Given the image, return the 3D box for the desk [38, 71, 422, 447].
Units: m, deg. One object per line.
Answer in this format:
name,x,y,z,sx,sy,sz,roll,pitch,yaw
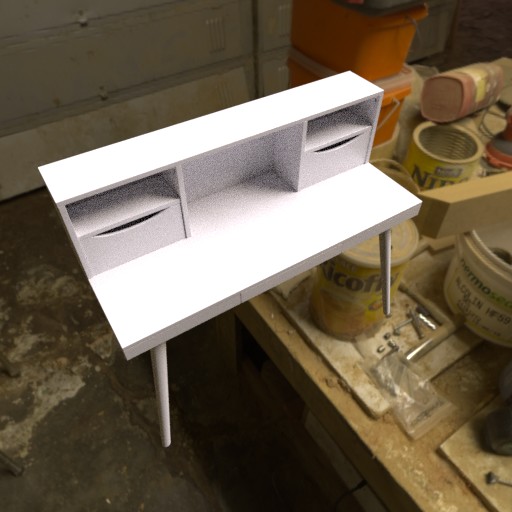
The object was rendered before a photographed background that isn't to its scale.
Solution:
desk,0.000,0.000,1.736,1.199,0.990,0.559,-25,52,-22
